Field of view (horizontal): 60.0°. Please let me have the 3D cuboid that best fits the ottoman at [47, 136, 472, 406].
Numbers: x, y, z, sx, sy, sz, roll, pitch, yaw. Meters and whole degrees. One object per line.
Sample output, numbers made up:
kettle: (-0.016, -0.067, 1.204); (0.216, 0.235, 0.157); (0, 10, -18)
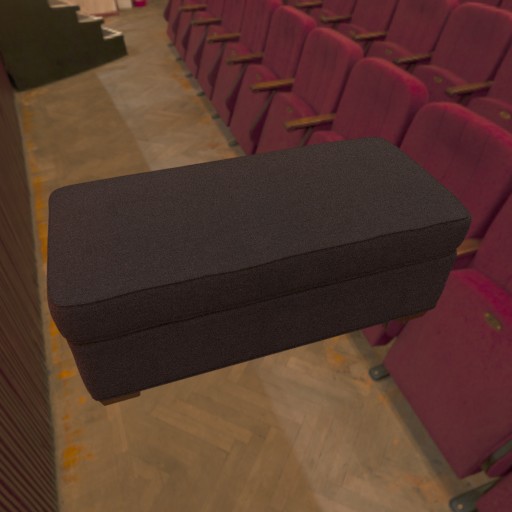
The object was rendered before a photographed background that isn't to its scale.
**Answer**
ottoman: (0.000, 0.000, 1.368); (1.110, 0.460, 0.515); (-12, 43, -14)
